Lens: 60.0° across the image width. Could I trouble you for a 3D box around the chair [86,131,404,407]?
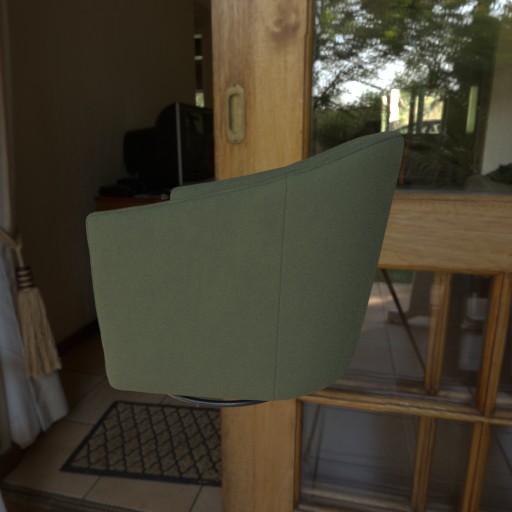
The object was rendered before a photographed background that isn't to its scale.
[{"bbox_3d":[0.000,0.000,1.477,0.875,0.799,0.747,2,14,8],"label":"chair"}]
